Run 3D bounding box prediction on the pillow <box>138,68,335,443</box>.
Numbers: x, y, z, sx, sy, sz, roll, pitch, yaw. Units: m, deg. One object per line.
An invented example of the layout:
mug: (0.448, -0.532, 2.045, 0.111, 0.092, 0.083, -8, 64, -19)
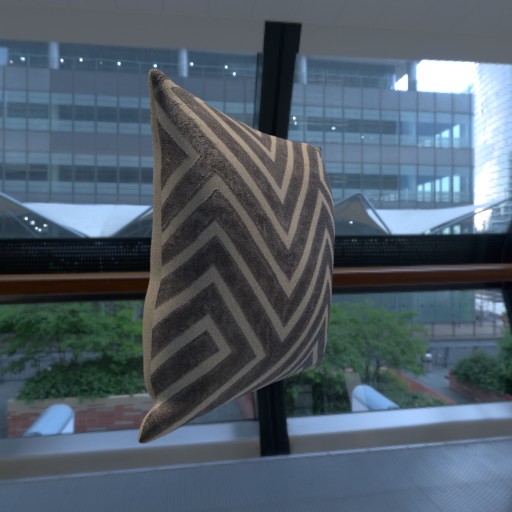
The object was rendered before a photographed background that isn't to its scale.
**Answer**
pillow: (0.000, 0.000, 0.686, 0.182, 0.441, 0.440, 0, -1, 36)
